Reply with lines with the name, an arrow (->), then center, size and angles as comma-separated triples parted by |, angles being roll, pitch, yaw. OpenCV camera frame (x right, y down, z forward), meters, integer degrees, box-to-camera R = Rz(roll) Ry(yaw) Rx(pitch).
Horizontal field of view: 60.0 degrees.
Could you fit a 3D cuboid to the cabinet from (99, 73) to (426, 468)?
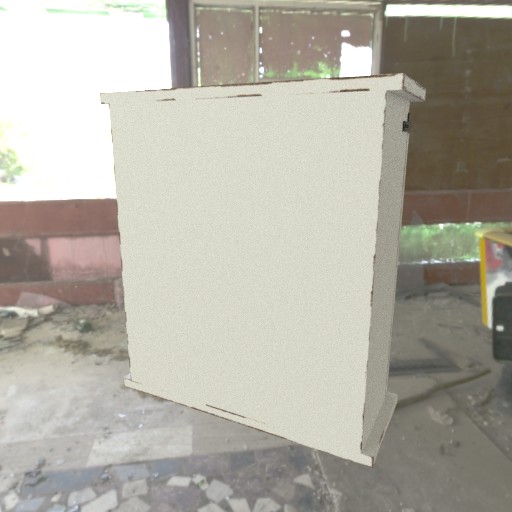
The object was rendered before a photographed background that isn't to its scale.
cabinet -> 0.000, 0.000, 0.859 | 0.541, 0.603, 0.210 | 8, 17, 27
